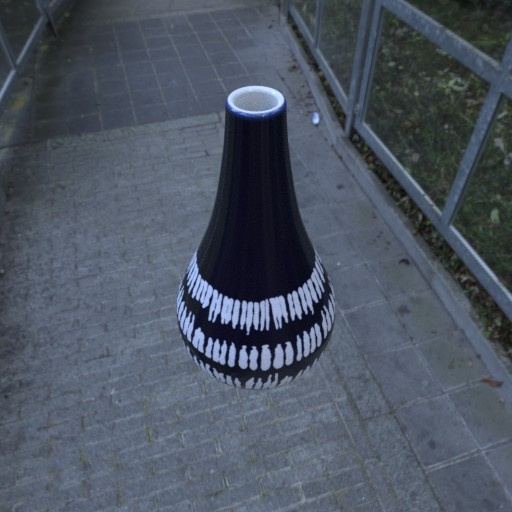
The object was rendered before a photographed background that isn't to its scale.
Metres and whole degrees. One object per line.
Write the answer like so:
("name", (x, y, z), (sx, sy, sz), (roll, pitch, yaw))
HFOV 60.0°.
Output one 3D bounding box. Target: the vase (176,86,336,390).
("vase", (0.000, 0.000, 0.391), (0.159, 0.295, 0.159), (0, 47, 0))
